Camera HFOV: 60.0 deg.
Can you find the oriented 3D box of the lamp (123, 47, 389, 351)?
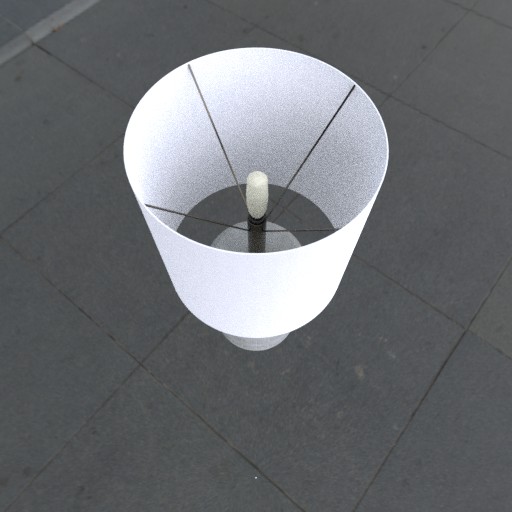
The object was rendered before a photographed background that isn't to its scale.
[{"bbox_3d":[0.000,0.000,0.533,0.206,0.416,0.206,-33,68,-15],"label":"lamp"}]
